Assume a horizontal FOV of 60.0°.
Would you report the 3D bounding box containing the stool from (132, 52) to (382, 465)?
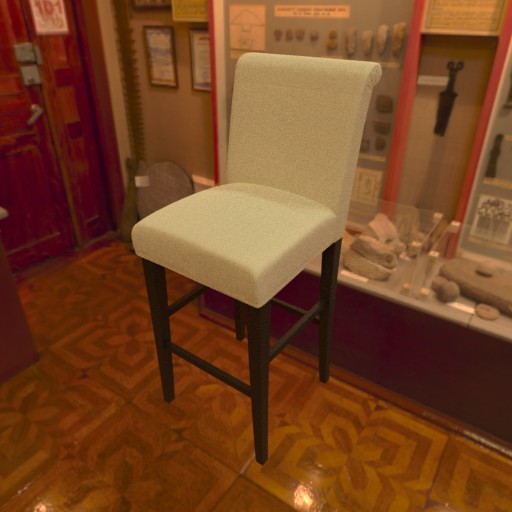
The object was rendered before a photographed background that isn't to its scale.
[{"bbox_3d":[0.000,0.000,1.417,0.452,1.124,0.597,20,36,31],"label":"stool"}]
